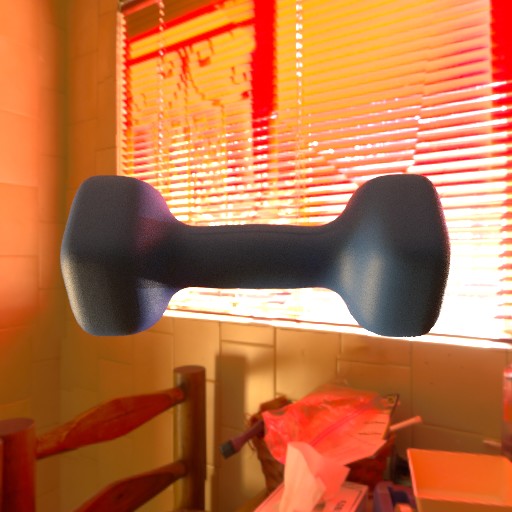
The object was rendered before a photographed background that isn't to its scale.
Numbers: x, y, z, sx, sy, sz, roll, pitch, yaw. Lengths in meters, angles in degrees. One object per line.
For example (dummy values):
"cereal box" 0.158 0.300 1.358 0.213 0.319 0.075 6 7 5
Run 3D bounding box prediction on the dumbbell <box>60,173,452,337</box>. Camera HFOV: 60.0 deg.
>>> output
"dumbbell" 0.000 0.000 0.268 0.212 0.093 0.103 0 -1 2
